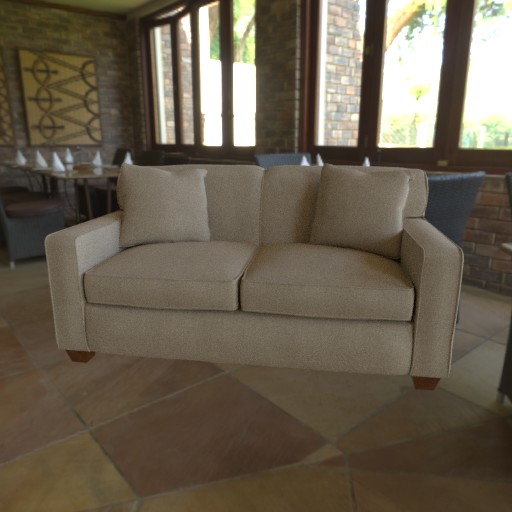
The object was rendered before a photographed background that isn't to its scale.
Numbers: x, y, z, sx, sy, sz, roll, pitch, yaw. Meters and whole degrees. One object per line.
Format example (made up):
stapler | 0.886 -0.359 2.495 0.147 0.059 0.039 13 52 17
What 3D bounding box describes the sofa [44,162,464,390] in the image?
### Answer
sofa | 0.000 0.000 2.373 1.846 0.958 0.998 2 15 9
